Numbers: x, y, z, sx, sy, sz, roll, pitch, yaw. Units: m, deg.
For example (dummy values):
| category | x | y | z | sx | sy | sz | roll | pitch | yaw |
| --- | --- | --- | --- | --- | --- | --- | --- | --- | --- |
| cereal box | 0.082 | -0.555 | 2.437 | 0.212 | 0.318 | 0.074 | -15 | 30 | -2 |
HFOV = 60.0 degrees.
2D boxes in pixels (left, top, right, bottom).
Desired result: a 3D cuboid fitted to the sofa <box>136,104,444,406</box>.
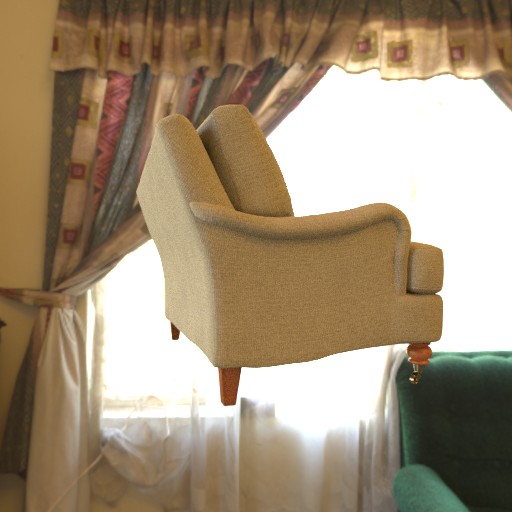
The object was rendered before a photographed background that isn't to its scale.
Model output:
| category | x | y | z | sx | sy | sz | roll | pitch | yaw |
| --- | --- | --- | --- | --- | --- | --- | --- | --- | --- |
| sofa | 0.000 | 0.000 | 2.185 | 1.087 | 0.999 | 1.480 | 0 | -1 | -18 |
